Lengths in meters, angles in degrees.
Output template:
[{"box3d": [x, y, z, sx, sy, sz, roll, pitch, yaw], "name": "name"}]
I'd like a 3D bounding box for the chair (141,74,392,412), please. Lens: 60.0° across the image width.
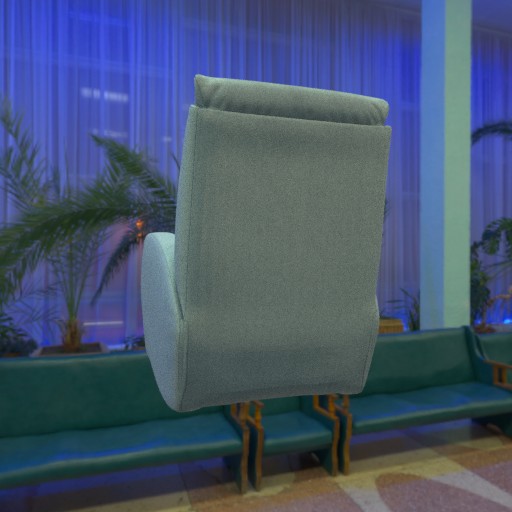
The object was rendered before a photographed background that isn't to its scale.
[{"box3d": [0.000, 0.000, 1.683, 0.812, 1.013, 0.940, 0, 0, -17], "name": "chair"}]
